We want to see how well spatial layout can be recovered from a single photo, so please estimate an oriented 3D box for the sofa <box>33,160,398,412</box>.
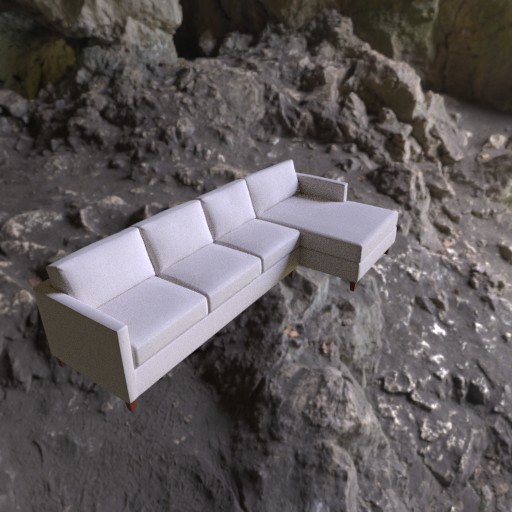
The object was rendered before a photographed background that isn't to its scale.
[{"bbox_3d":[0.000,0.000,4.174,1.599,0.954,3.471,18,33,30],"label":"sofa"}]
